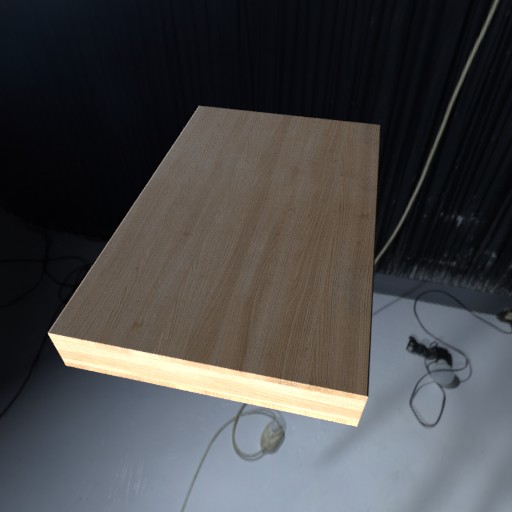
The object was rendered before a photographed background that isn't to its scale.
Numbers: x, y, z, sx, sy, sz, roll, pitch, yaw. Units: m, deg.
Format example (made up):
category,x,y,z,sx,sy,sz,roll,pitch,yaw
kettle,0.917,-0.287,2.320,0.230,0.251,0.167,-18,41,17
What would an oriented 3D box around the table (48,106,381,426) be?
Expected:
category,x,y,z,sx,sy,sz,roll,pitch,yaw
table,0.000,0.000,1.461,0.700,0.440,1.100,9,46,9
